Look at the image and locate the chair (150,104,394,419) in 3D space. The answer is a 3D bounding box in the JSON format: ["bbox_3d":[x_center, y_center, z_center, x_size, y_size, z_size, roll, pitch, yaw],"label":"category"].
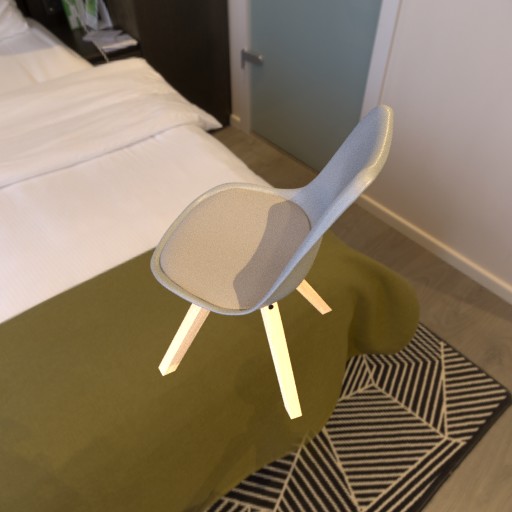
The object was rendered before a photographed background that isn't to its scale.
[{"bbox_3d":[0.000,0.000,1.214,0.550,0.850,0.485,14,49,13],"label":"chair"}]
